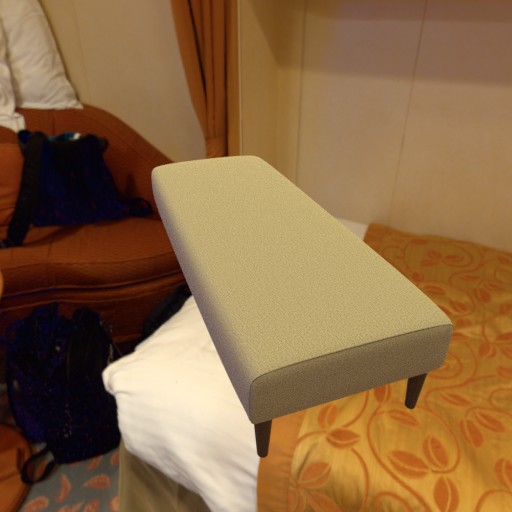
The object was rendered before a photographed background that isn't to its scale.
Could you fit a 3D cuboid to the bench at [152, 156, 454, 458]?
[{"bbox_3d":[0.000,0.000,1.874,0.646,0.393,1.609,-10,32,-17],"label":"bench"}]
